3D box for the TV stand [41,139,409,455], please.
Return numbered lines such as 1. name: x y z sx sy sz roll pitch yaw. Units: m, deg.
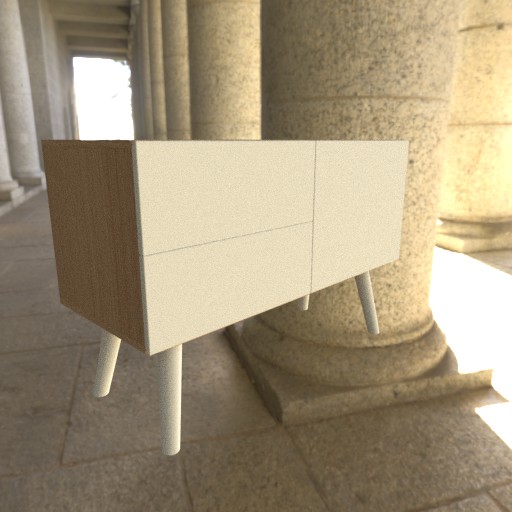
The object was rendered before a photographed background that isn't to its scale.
1. TV stand: 0.000 0.000 1.302 0.407 0.660 0.991 14 20 43
